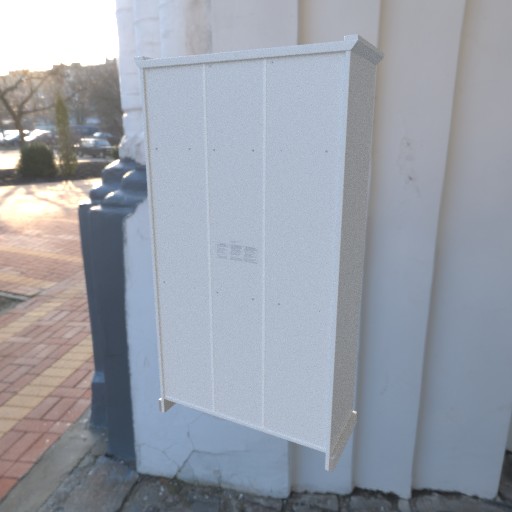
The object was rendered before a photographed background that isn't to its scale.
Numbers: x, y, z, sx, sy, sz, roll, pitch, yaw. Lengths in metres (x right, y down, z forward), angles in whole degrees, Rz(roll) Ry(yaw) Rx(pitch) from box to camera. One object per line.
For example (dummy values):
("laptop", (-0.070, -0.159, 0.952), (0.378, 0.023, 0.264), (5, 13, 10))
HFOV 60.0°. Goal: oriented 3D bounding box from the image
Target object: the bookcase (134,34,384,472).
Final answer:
("bookcase", (0.000, 0.000, 2.250), (1.050, 1.880, 0.432), (8, 17, 26))
